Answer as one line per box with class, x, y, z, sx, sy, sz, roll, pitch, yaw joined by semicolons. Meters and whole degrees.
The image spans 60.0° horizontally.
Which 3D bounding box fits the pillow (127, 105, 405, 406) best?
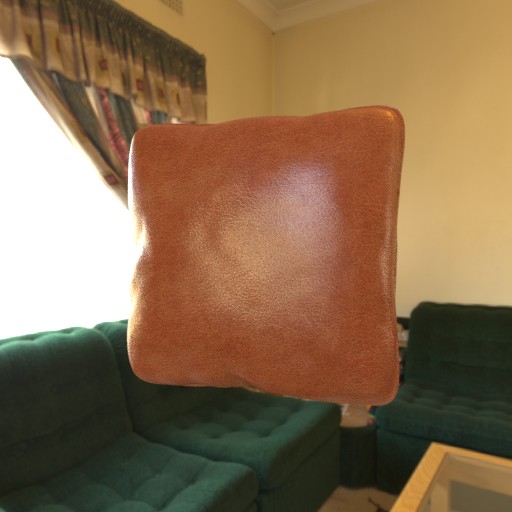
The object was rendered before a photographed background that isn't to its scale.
pillow;0.000;0.000;0.836;0.532;0.523;0.236;0;1;16
